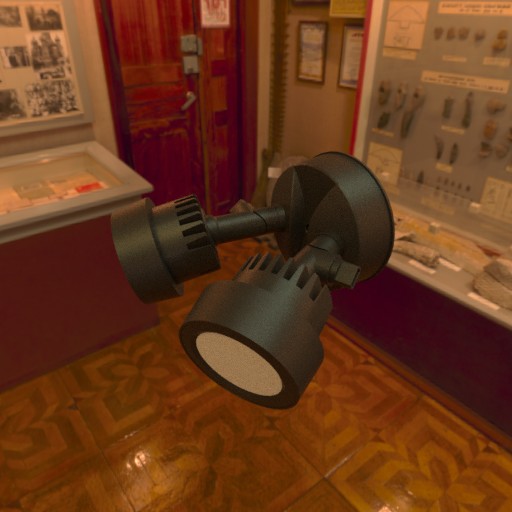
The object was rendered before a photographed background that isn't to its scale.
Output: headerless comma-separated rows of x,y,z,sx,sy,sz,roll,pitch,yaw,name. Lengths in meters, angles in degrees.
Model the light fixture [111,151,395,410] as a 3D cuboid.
0.000,0.000,0.319,0.168,0.120,0.213,-20,36,-30,light fixture
